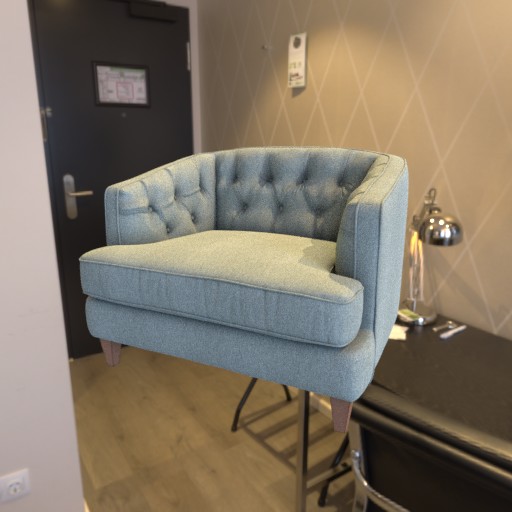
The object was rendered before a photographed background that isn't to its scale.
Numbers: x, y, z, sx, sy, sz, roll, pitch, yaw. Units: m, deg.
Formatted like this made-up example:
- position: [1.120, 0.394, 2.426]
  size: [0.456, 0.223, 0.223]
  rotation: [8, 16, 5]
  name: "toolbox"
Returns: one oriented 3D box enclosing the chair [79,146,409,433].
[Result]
- position: [0.000, 0.000, 1.792]
  size: [1.094, 0.852, 0.945]
  rotation: [7, 16, 25]
  name: "chair"
